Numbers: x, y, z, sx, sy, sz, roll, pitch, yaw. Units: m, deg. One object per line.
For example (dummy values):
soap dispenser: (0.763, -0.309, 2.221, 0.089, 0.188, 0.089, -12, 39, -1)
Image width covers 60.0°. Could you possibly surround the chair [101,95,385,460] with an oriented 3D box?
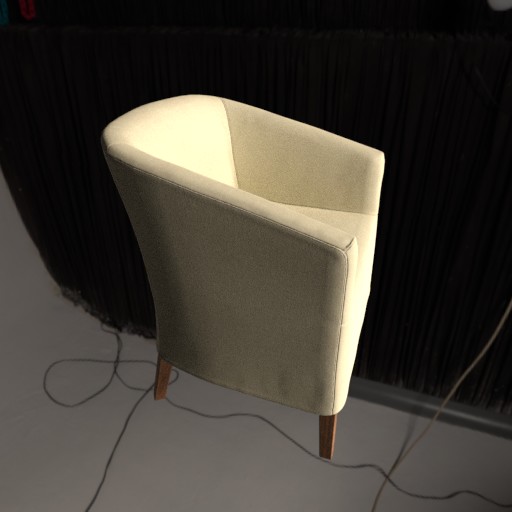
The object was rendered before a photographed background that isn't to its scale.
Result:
chair: (0.000, 0.000, 1.309, 0.657, 0.822, 0.643, 10, 32, 16)
